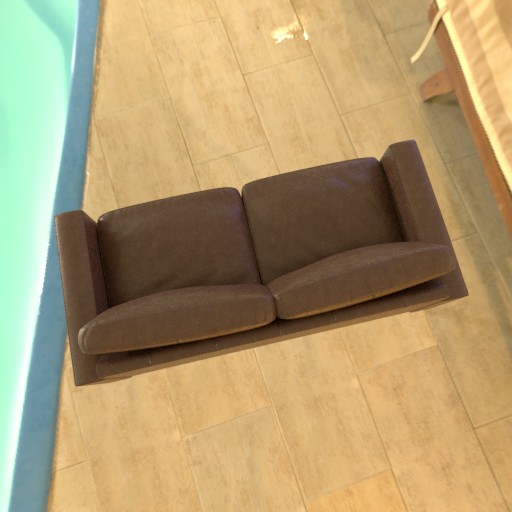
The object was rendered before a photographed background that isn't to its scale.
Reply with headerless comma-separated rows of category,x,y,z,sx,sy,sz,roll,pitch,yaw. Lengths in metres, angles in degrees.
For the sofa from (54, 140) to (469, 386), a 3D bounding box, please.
sofa,0.000,0.000,2.604,2.179,0.873,1.016,-12,76,-3
